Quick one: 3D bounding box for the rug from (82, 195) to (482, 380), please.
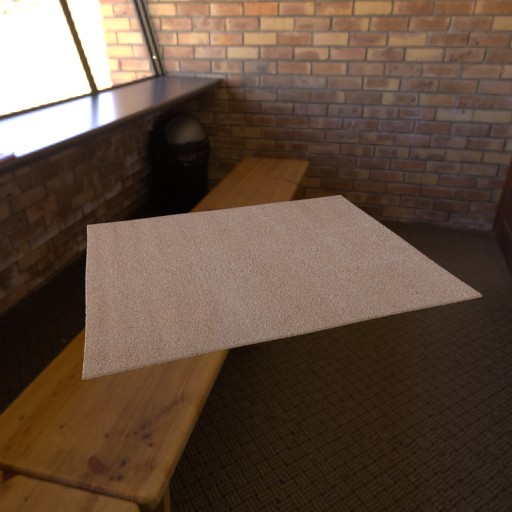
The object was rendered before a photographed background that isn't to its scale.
[{"bbox_3d":[0.000,0.000,4.122,3.000,0.025,2.400,-9,29,-16],"label":"rug"}]
